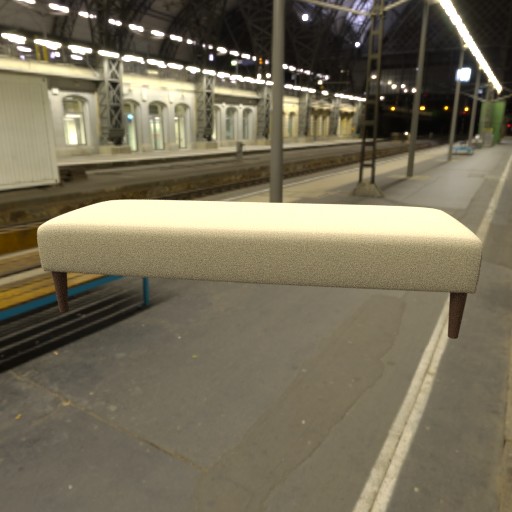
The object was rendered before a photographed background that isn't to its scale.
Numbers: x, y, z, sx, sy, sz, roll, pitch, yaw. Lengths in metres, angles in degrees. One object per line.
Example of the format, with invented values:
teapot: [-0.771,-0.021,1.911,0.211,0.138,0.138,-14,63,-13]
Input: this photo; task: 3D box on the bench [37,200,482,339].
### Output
bench: [0.000,0.000,1.892,1.609,0.393,0.646,2,16,9]
